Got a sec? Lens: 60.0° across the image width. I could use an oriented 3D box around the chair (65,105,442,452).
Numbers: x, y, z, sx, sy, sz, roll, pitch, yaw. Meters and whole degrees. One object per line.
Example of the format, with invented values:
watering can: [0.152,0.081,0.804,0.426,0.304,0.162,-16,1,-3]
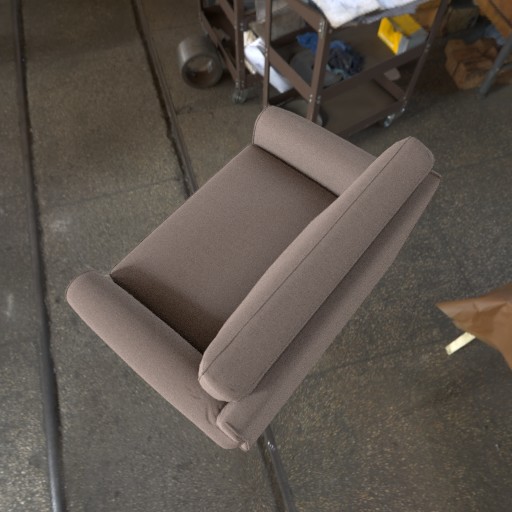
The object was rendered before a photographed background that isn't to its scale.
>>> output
chair: [0.000,0.000,1.970,0.930,0.930,1.390,36,68,18]
